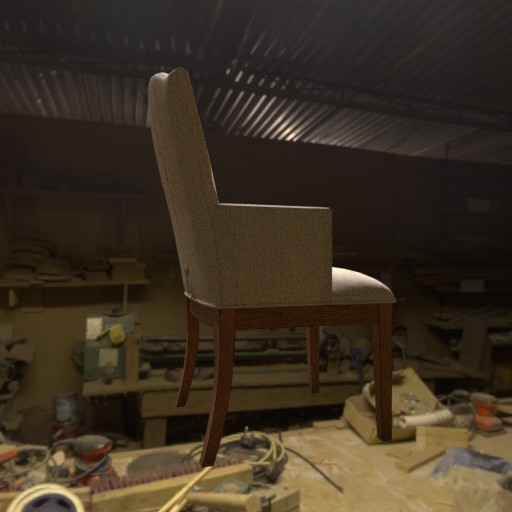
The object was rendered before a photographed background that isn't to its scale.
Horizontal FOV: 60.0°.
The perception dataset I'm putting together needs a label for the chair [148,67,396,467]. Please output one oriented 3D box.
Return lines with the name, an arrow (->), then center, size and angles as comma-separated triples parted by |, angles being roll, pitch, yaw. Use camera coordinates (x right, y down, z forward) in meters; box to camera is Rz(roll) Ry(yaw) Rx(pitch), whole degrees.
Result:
chair -> 0.000, 0.000, 1.358 | 0.641, 1.016, 0.533 | 0, -1, -18
